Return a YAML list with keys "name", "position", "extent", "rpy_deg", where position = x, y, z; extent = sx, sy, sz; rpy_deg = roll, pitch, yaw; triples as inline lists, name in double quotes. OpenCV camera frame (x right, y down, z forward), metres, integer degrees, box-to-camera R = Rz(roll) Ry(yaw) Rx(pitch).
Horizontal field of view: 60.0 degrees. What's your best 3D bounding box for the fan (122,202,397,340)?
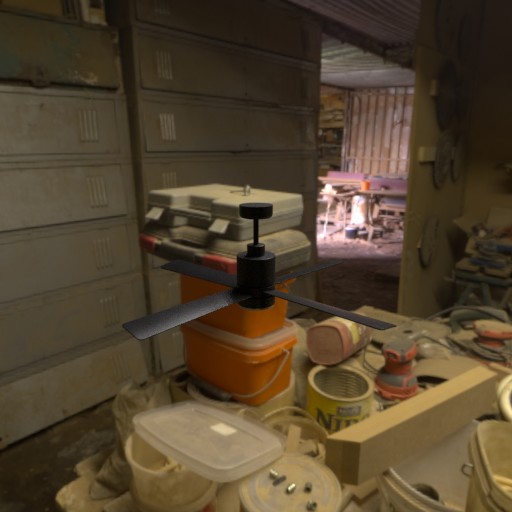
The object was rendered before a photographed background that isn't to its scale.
- name: "fan"
  position: [0.000, 0.000, 2.302]
  extent: [1.525, 0.534, 1.525]
  rpy_deg: [13, 19, 42]
